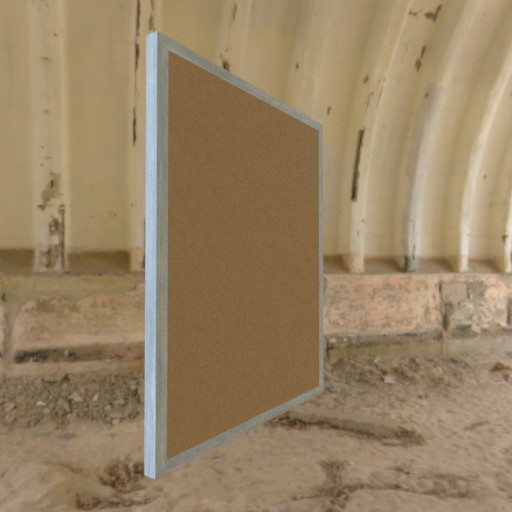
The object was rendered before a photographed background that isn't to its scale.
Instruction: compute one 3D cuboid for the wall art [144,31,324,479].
[{"bbox_3d":[0.000,0.000,0.776,0.022,0.582,0.479,-1,-1,35],"label":"wall art"}]
